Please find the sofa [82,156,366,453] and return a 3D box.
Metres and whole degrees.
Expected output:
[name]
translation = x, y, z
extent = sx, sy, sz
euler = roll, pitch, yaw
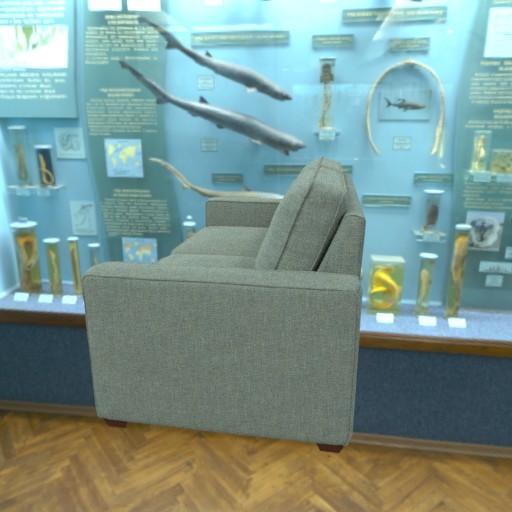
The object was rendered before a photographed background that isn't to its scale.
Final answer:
[sofa]
translation = 0.000, 0.000, 2.231
extent = 0.945, 0.915, 1.706
euler = 3, 16, 9
